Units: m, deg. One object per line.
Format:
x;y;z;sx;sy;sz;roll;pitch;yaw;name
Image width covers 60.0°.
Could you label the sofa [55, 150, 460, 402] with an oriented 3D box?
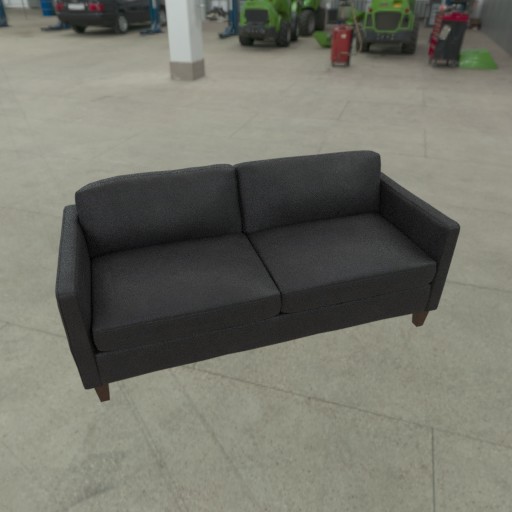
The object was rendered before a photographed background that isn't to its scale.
0.000;0.000;2.479;1.971;0.863;0.933;-10;34;-15;sofa
